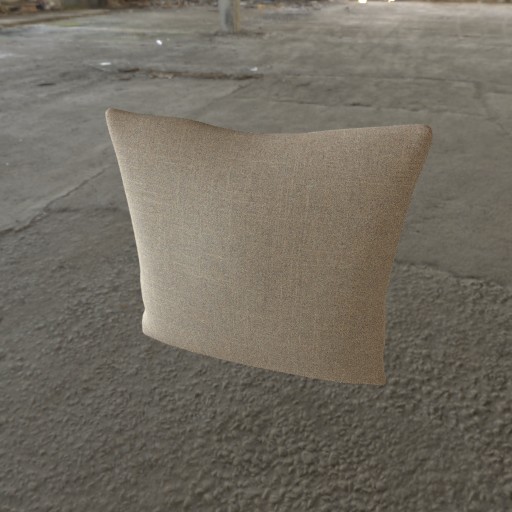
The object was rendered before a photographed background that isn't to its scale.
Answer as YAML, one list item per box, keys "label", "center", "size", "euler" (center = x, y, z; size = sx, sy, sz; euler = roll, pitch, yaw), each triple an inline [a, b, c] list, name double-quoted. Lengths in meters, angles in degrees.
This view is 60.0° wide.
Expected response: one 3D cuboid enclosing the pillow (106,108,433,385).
- label: "pillow"
  center: [0.000, 0.000, 0.875]
  size: [0.578, 0.558, 0.192]
  euler: [9, 33, 14]
